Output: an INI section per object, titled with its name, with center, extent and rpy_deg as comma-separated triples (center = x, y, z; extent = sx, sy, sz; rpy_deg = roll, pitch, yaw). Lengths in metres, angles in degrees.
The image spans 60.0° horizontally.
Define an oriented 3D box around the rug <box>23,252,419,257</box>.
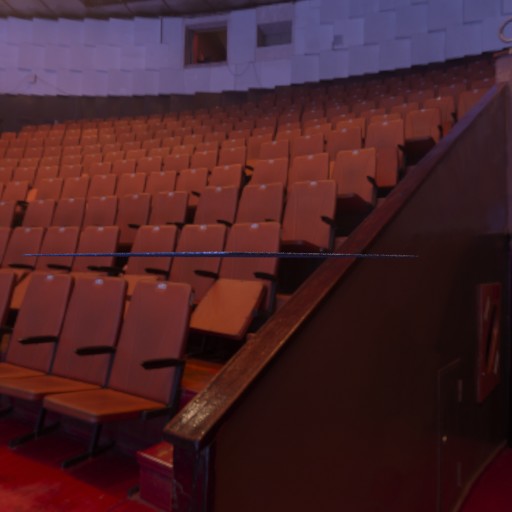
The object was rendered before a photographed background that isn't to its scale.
[rug]
center = 0.000, 0.000, 2.234
extent = 1.102, 0.008, 1.795
rpy_deg = 0, -1, 36
